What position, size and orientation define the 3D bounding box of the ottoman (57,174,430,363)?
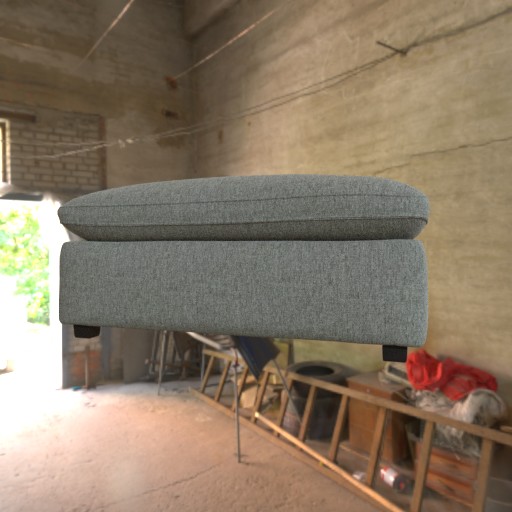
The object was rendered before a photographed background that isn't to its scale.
[{"bbox_3d":[0.000,0.000,1.377,0.977,0.451,0.694,0,1,18],"label":"ottoman"}]
